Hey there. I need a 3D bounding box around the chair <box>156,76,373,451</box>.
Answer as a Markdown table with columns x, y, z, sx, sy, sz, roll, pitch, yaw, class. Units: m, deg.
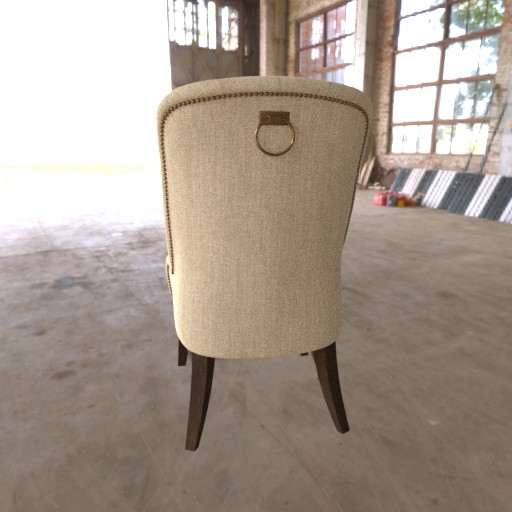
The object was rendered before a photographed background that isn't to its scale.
| x | y | z | sx | sy | sz | roll | pitch | yaw | class |
| --- | --- | --- | --- | --- | --- | --- | --- | --- | --- |
| 0.000 | 0.000 | 1.533 | 0.634 | 1.091 | 0.629 | -3 | 15 | -10 | chair |
